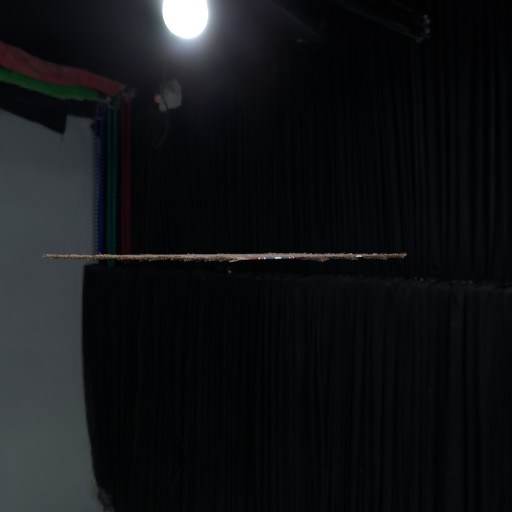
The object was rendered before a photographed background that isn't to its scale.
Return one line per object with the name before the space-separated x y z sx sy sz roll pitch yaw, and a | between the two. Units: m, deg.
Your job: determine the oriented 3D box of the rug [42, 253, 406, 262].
rug | 0.000 0.000 2.678 1.469 0.040 2.025 0 1 35
